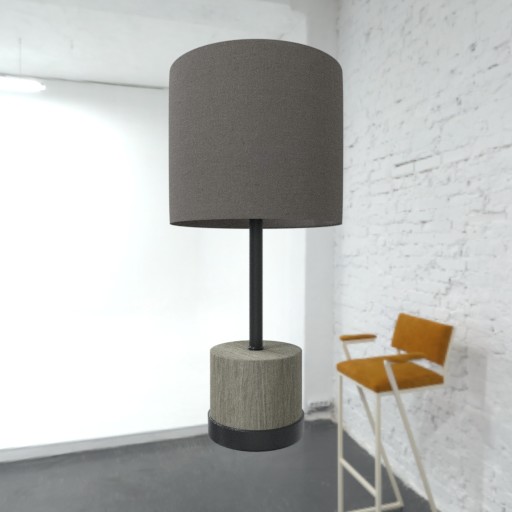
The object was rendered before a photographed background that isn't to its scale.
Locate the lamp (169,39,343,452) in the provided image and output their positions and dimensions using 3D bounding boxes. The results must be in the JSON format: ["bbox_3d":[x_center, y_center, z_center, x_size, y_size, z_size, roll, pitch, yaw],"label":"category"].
[{"bbox_3d":[0.000,0.000,0.593,0.229,0.470,0.229,-1,1,-38],"label":"lamp"}]
